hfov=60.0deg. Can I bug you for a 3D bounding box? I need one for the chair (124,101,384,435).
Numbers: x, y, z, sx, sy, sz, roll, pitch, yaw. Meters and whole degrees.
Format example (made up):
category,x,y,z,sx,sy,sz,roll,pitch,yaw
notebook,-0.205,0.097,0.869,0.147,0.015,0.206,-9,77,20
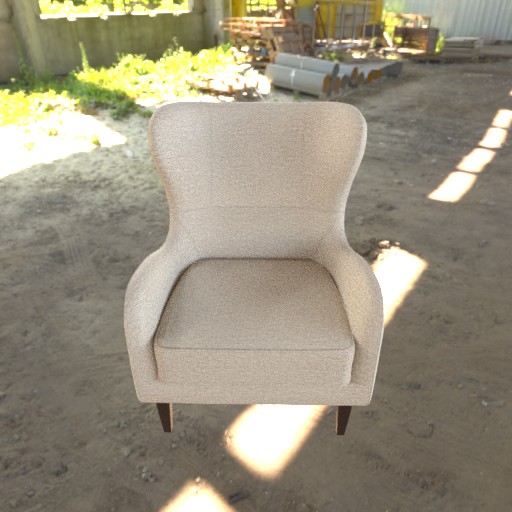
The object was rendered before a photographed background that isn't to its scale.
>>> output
category,x,y,z,sx,sy,sz,roll,pitch,yaw
chair,0.000,0.000,1.792,0.861,1.064,0.984,1,30,1
